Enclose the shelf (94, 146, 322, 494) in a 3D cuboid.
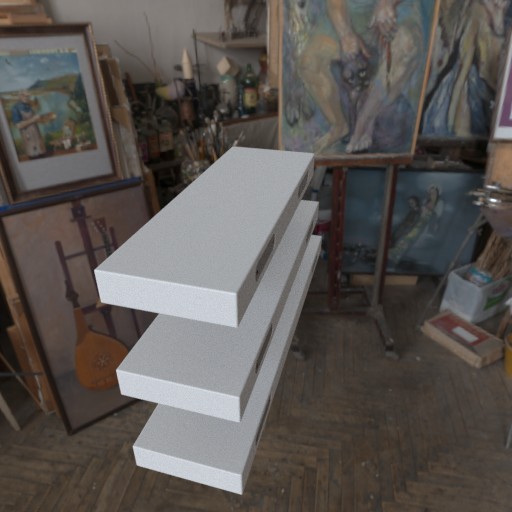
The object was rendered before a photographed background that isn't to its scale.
[{"bbox_3d":[0.000,0.000,0.722,0.140,0.293,0.610,8,31,14],"label":"shelf"}]
